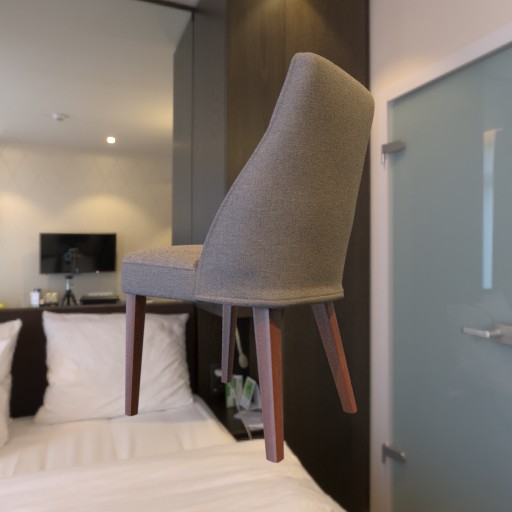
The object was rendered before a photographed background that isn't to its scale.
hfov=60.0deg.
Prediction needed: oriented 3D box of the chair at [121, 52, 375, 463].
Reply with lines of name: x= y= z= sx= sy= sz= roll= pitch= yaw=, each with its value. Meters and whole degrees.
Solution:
chair: x=0.000 y=0.000 z=1.289 sx=0.620 sy=0.930 sz=0.500 roll=0 pitch=0 yaw=37
